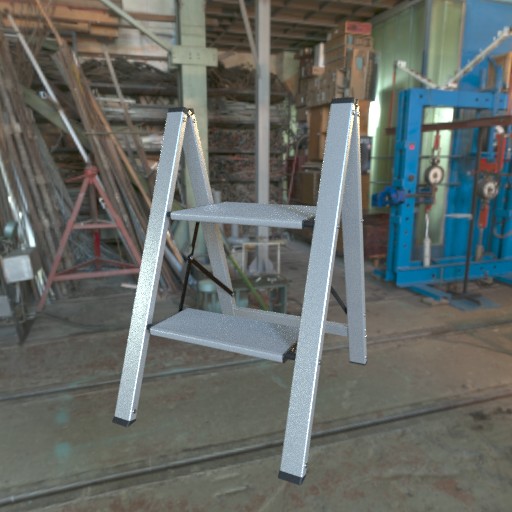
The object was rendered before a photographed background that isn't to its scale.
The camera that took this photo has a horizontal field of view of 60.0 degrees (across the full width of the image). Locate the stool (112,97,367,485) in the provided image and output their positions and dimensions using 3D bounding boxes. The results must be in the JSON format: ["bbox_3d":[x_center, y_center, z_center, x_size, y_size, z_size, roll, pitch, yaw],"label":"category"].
[{"bbox_3d":[0.000,0.000,1.025,0.440,0.670,0.535,6,14,25],"label":"stool"}]
